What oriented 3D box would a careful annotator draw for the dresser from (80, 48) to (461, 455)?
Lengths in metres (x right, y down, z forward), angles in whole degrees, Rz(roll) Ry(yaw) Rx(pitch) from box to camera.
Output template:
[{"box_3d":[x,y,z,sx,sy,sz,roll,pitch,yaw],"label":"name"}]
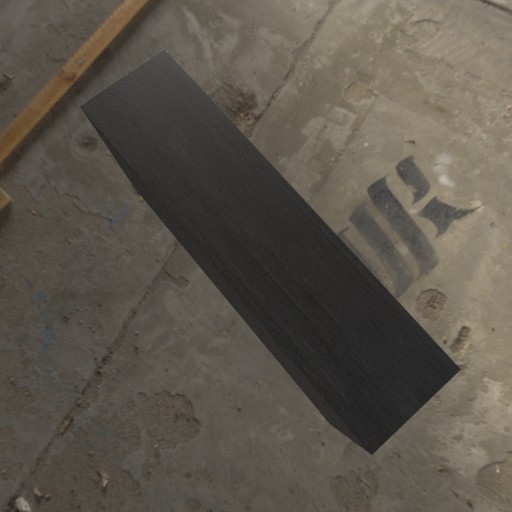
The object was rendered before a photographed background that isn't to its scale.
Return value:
[{"box_3d":[0.000,0.000,1.938,0.400,0.795,1.590,-39,79,-9],"label":"dresser"}]
